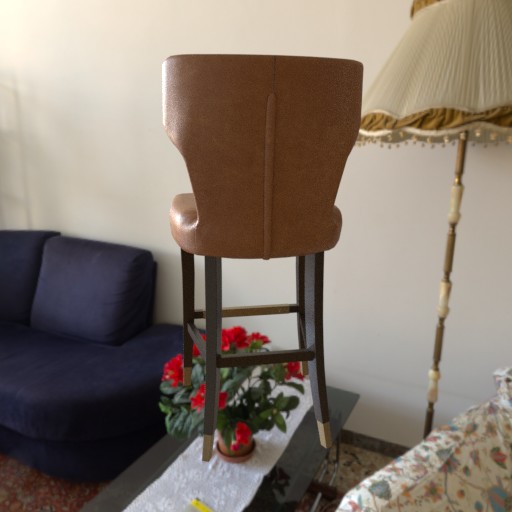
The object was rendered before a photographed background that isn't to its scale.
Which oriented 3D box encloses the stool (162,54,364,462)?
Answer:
[{"bbox_3d":[0.000,0.000,1.386,0.526,1.092,0.563,-2,14,-9],"label":"stool"}]
